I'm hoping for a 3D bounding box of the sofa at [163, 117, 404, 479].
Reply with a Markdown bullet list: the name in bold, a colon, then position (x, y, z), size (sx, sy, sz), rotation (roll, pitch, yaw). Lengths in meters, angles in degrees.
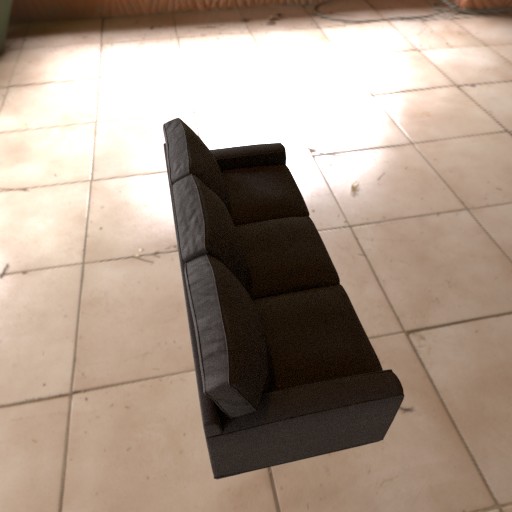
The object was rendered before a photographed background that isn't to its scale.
- **sofa**: position (0.000, 0.000, 2.963), size (1.004, 0.978, 2.369), rotation (-9, 46, -9)
